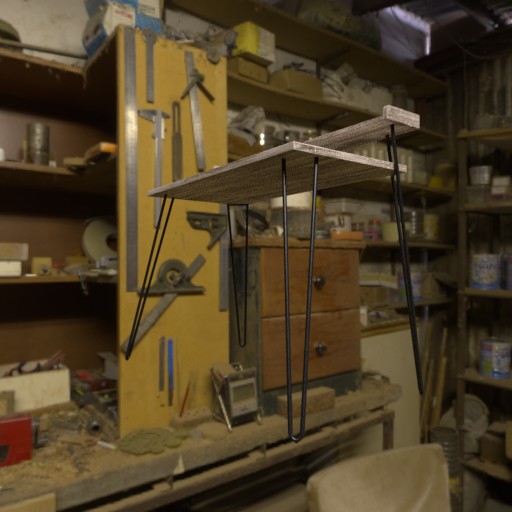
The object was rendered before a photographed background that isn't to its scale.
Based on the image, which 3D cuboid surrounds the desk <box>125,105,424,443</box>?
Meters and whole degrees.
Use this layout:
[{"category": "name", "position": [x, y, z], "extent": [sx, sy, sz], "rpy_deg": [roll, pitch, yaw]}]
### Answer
[{"category": "desk", "position": [0.000, 0.000, 1.664], "extent": [0.605, 0.899, 1.135], "rpy_deg": [1, -1, -36]}]
